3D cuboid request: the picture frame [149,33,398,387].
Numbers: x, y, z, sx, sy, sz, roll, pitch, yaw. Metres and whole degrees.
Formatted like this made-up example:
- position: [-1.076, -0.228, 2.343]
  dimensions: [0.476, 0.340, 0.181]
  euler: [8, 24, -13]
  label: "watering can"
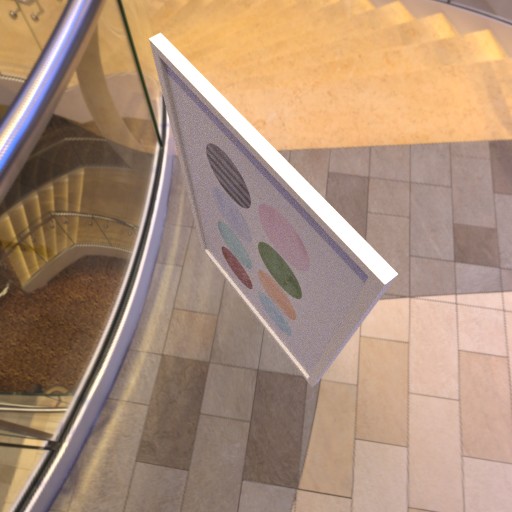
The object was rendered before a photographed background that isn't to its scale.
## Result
- position: [0.000, 0.000, 0.551]
  dimensions: [0.013, 0.434, 0.305]
  euler: [-35, 69, -15]
  label: "picture frame"
